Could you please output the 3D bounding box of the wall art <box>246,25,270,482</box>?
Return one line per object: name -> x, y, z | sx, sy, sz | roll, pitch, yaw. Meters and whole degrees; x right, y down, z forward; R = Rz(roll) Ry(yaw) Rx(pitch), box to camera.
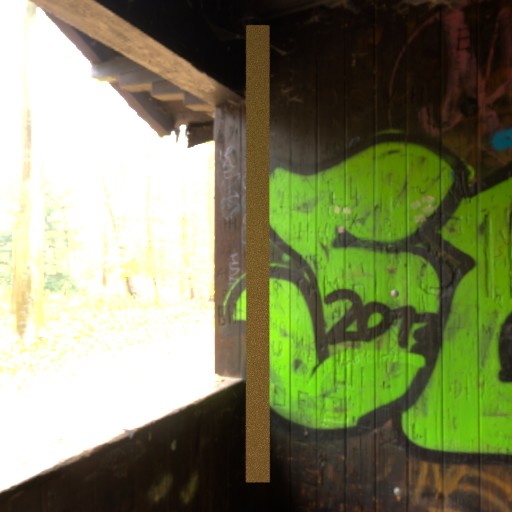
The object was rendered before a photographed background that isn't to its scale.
wall art -> 0.000, 0.000, 2.831 | 0.099, 1.926, 1.926 | 0, -1, 0
